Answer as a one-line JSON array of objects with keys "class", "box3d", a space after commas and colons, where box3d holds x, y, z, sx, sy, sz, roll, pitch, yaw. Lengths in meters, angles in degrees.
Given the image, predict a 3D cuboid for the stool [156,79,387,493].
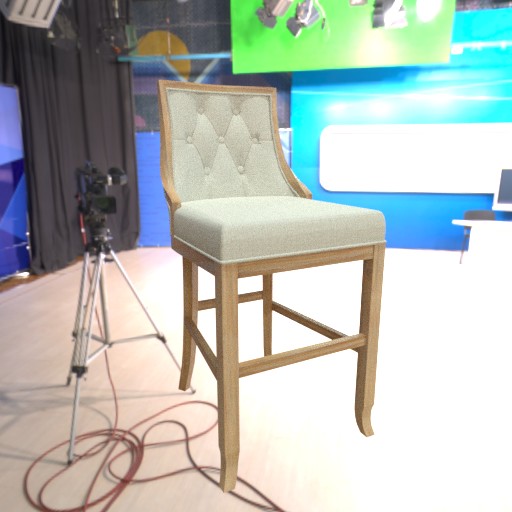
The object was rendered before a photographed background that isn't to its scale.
[{"class": "stool", "box3d": [0.000, 0.000, 1.427, 0.524, 1.101, 0.626, -7, 16, -27]}]
